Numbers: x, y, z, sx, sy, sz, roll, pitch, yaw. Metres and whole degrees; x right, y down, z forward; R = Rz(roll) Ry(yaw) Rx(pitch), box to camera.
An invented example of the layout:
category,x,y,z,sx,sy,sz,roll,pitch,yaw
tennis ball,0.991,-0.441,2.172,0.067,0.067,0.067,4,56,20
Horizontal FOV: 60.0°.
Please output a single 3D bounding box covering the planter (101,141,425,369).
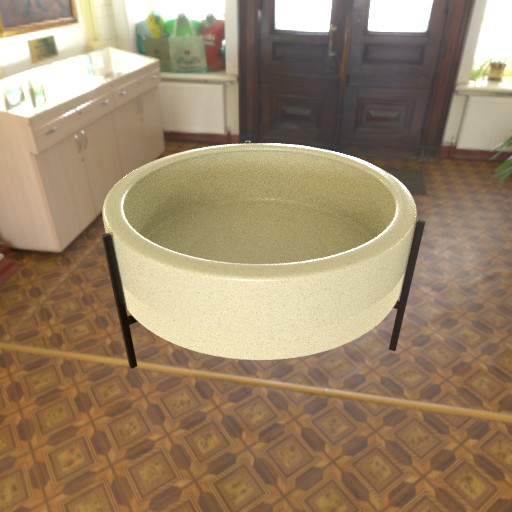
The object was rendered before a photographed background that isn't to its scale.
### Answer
category,x,y,z,sx,sy,sz,roll,pitch,yaw
planter,0.000,0.000,0.534,0.345,0.171,0.336,-21,38,-29
